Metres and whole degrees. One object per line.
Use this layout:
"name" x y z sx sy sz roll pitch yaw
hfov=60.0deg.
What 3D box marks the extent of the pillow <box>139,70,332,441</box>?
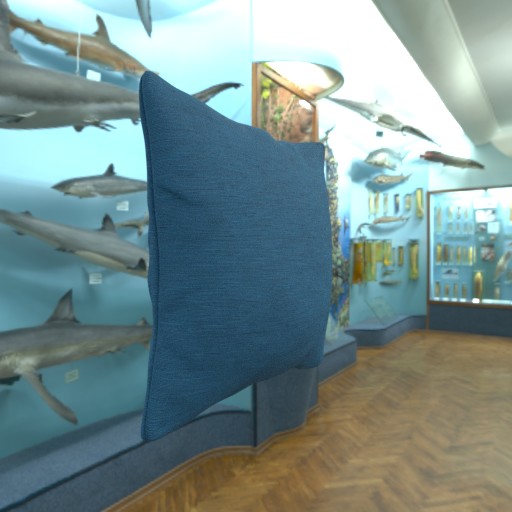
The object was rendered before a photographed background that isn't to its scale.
"pillow" 0.000 0.000 0.669 0.177 0.420 0.437 1 1 35
